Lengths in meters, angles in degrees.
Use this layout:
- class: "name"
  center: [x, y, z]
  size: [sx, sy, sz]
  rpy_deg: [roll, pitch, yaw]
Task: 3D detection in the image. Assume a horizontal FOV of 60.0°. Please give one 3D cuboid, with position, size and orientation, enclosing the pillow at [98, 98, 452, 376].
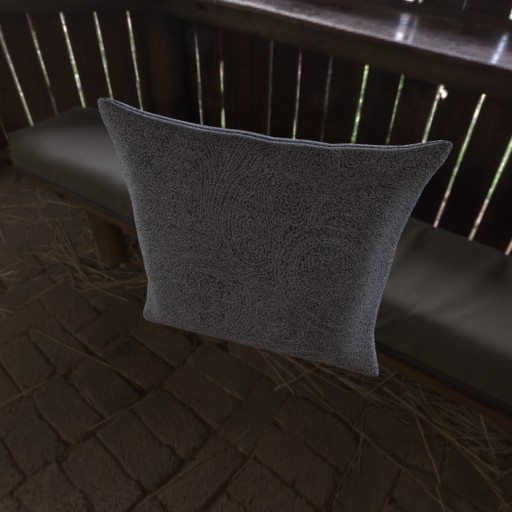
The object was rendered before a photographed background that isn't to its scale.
- class: "pillow"
  center: [0.000, 0.000, 0.787]
  size: [0.523, 0.510, 0.166]
  rpy_deg: [11, 43, 12]
